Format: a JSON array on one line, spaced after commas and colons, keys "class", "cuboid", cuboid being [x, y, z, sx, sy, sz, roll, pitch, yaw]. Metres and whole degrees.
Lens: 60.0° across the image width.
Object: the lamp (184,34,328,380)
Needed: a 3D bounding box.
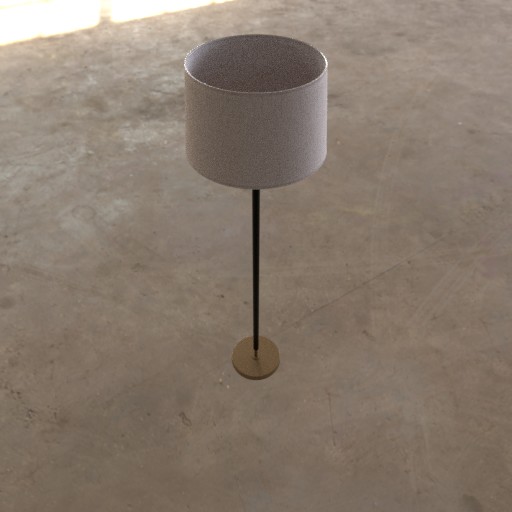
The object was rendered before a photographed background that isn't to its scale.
[{"class": "lamp", "cuboid": [0.000, 0.000, 1.661, 0.420, 1.447, 0.420, 0, 46, 0]}]
